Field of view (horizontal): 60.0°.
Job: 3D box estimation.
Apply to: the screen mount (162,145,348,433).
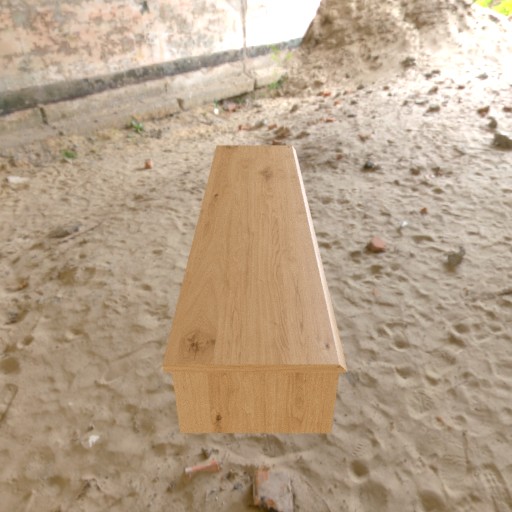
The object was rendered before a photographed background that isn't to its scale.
[{"bbox_3d":[0.000,0.000,1.903,0.450,0.430,1.700,0,32,0],"label":"screen mount"}]
